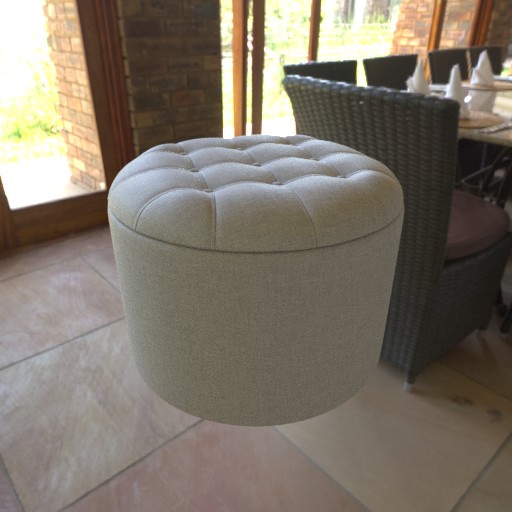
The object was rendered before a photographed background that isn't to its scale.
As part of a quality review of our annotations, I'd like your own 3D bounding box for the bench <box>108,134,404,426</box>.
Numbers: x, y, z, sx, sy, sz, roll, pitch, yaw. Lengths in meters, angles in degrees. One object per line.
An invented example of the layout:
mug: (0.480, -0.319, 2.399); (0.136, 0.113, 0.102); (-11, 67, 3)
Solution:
bench: (0.000, 0.000, 1.000); (0.600, 0.453, 0.600); (0, 28, 0)
